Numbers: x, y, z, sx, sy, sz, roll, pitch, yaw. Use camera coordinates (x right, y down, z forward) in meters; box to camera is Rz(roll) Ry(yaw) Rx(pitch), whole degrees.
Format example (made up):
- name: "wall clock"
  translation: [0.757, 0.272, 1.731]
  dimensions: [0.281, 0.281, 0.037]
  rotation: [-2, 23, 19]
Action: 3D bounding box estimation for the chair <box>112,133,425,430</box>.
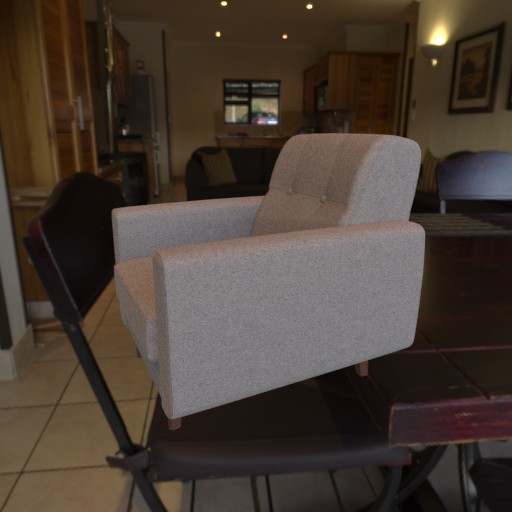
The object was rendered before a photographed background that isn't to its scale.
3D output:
- name: "chair"
  translation: [0.000, 0.000, 1.574]
  dimensions: [0.907, 0.839, 0.831]
  rotation: [-7, 17, -24]
